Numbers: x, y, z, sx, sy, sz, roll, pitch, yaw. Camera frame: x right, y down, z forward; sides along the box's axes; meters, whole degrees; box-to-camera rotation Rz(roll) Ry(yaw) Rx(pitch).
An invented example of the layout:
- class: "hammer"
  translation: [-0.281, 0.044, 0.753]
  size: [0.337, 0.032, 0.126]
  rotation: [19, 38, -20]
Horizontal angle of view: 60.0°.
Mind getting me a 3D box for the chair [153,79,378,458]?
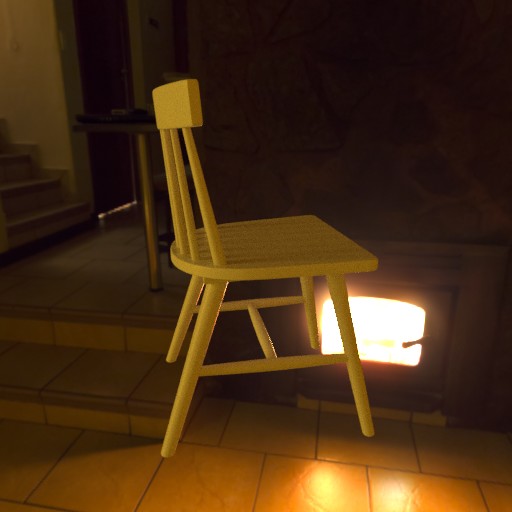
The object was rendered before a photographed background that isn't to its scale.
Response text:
- class: "chair"
  translation: [0.000, 0.000, 1.119]
  size: [0.500, 0.787, 0.483]
  rotation: [-3, 17, -9]
